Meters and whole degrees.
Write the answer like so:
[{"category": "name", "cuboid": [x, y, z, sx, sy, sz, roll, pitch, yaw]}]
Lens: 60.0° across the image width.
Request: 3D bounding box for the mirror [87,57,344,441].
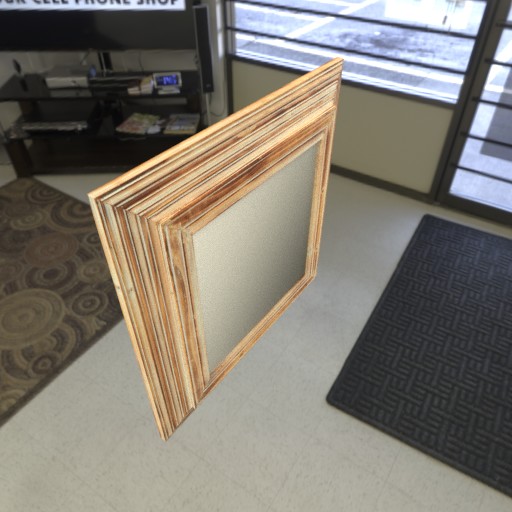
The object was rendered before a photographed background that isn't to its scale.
[{"category": "mirror", "cuboid": [0.000, 0.000, 1.186, 0.061, 0.804, 0.804, 26, 48, 26]}]
